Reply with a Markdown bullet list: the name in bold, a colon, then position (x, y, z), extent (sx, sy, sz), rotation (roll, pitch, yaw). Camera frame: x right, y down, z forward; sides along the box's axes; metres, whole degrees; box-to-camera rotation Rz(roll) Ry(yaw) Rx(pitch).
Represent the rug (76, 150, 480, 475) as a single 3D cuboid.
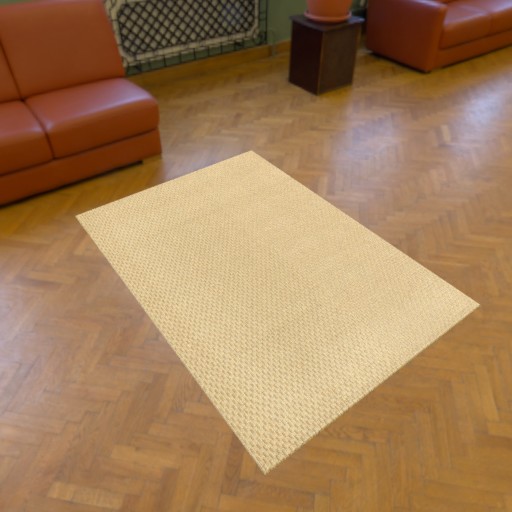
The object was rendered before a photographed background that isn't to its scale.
- **rug**: position (0.000, 0.000, 2.761), extent (1.509, 0.013, 2.144), rotation (-27, 49, -26)
